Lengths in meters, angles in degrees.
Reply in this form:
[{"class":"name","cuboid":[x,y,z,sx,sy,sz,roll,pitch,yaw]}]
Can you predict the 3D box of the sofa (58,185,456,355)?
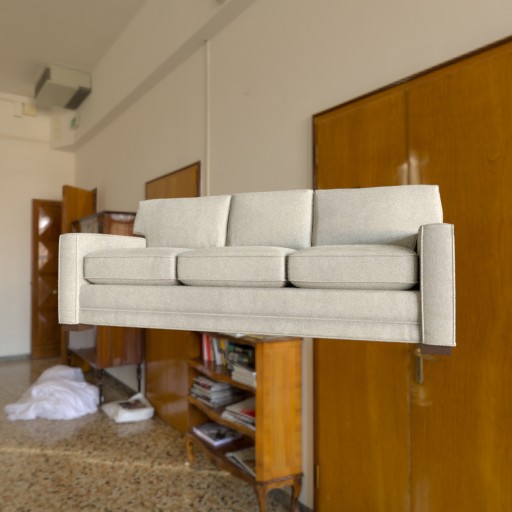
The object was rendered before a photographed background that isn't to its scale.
[{"class":"sofa","cuboid":[0.000,0.000,2.624,2.093,0.862,0.936,0,-1,20]}]
